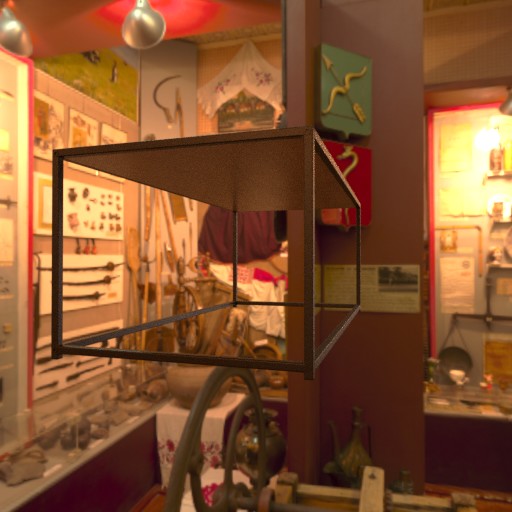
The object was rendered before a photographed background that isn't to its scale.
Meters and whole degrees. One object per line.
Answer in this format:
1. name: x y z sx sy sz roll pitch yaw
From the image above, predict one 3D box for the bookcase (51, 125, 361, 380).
1. bookcase: 0.000 0.000 1.242 0.500 0.400 1.000 0 -1 17
